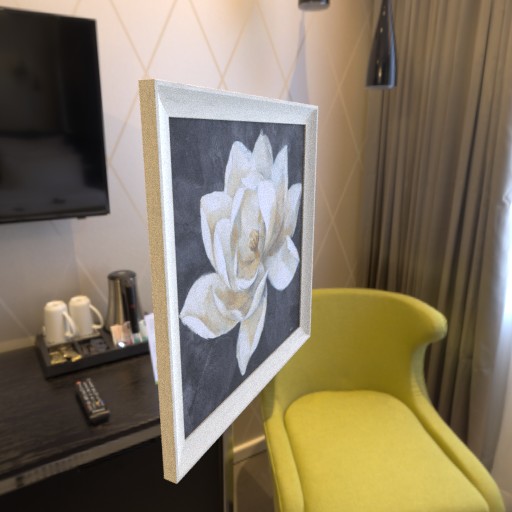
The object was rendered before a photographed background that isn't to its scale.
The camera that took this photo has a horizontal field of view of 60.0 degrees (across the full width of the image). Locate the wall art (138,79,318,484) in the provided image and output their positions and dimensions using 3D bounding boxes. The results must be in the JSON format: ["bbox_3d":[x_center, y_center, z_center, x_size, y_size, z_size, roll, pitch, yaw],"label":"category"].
[{"bbox_3d":[0.000,0.000,1.501,0.045,1.016,1.016,8,17,26],"label":"wall art"}]
